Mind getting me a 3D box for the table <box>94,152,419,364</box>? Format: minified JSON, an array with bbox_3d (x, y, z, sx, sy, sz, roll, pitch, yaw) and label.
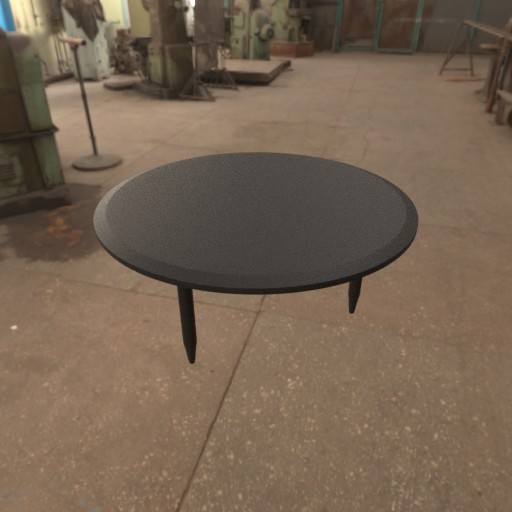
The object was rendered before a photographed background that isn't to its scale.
[{"bbox_3d":[0.000,0.000,1.383,0.900,0.400,0.900,0,31,0],"label":"table"}]
